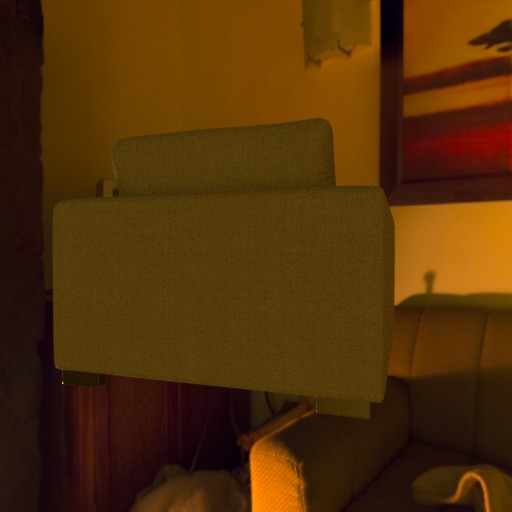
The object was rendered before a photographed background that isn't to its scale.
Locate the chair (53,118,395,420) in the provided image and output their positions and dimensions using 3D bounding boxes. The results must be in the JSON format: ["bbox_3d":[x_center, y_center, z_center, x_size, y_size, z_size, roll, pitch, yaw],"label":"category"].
[{"bbox_3d":[0.000,0.000,1.819,1.070,0.847,1.100,0,1,19],"label":"chair"}]
